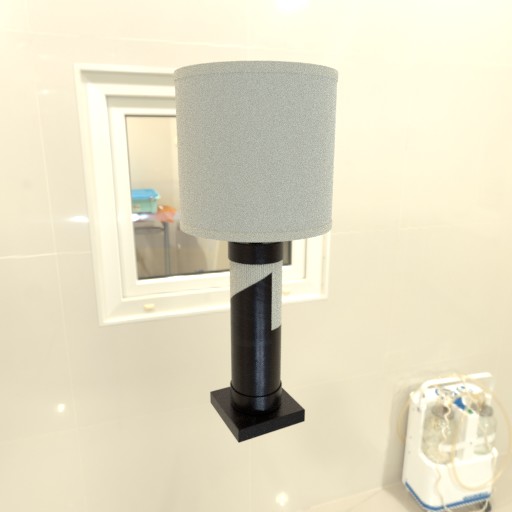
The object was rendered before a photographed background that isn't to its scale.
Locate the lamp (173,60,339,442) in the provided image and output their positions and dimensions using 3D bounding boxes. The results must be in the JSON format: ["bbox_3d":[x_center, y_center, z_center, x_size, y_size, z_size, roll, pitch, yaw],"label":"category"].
[{"bbox_3d":[0.000,0.000,0.635,0.211,0.509,0.211,-7,17,-26],"label":"lamp"}]
